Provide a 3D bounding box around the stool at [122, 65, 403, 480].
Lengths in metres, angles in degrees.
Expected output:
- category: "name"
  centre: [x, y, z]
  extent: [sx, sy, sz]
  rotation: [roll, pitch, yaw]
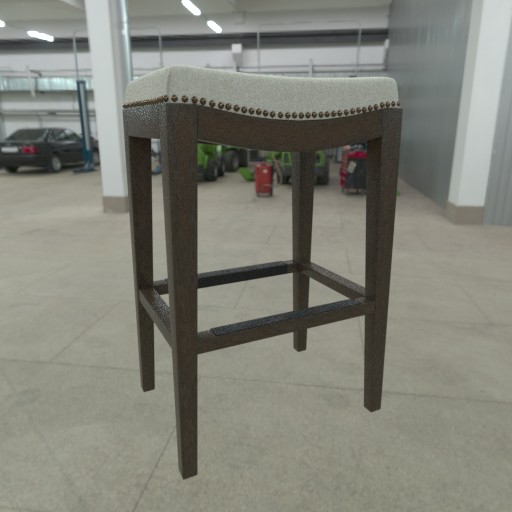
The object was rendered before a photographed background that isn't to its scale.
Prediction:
- category: "stool"
  centre: [0.000, 0.000, 1.014]
  extent: [0.498, 0.759, 0.358]
  rotation: [-8, 18, -26]
